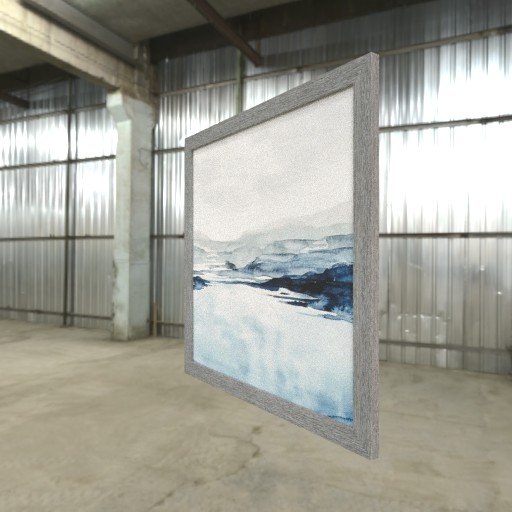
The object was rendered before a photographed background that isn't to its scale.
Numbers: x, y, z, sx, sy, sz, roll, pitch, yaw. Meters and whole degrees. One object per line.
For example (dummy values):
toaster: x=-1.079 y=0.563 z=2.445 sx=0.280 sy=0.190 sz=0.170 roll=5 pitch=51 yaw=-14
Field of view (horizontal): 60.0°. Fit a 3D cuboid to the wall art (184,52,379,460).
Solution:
wall art: x=0.000 y=0.000 z=1.025 sx=0.020 sy=0.685 sz=0.685 roll=0 pitch=0 yaw=-36
